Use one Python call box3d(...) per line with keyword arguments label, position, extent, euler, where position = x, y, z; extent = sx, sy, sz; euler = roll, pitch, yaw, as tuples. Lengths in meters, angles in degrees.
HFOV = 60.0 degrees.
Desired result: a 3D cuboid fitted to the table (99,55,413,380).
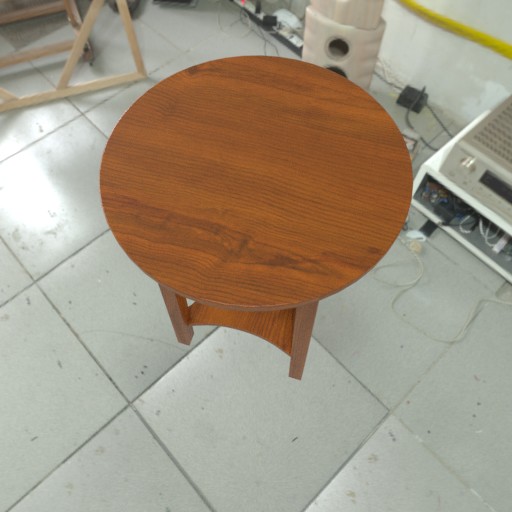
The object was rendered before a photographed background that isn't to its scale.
box3d(label="table", position=(0.000, 0.000, 0.922), extent=(0.457, 0.610, 0.457), euler=(0, 63, 0))
